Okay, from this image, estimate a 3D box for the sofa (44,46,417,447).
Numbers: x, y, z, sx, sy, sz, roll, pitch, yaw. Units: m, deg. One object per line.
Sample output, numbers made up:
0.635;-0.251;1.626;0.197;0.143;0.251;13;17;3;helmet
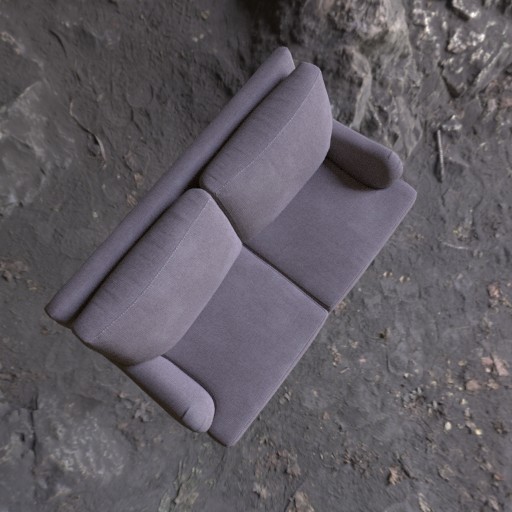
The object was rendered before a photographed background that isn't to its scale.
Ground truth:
0.000;0.000;2.516;1.084;1.101;1.853;37;79;8;sofa
